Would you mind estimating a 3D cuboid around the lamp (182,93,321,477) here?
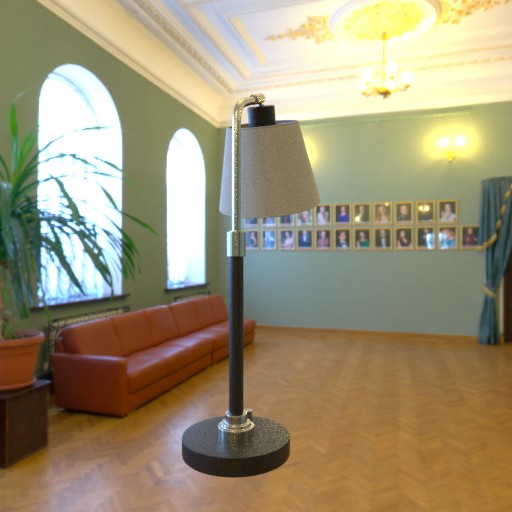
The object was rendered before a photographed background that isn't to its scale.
[{"bbox_3d":[0.000,0.000,0.707,0.181,0.539,0.348,0,0,16],"label":"lamp"}]
